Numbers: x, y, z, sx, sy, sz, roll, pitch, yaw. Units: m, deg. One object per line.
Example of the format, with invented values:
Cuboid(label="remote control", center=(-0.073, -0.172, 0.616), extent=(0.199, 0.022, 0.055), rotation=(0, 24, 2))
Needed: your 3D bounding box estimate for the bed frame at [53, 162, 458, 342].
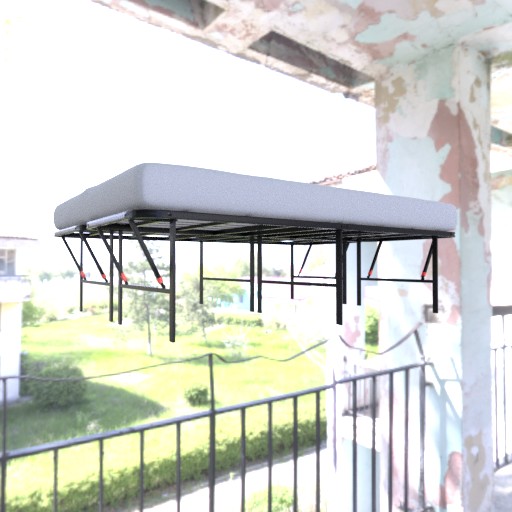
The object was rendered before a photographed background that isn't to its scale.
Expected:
Cuboid(label="bed frame", center=(0.000, 0.000, 2.523), extent=(1.905, 0.637, 1.372), rotation=(1, -1, -35))
